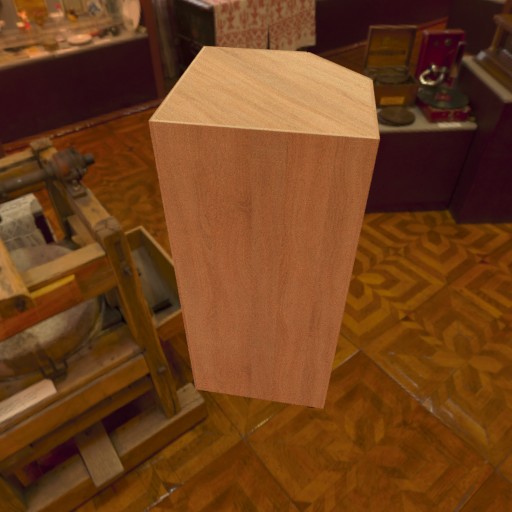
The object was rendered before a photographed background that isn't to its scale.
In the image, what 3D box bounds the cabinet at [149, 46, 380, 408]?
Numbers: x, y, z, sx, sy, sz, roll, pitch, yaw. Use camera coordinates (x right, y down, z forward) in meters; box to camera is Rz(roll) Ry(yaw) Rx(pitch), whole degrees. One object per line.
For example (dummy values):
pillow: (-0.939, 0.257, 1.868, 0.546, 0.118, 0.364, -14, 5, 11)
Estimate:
cabinet: (0.000, 0.000, 2.789, 1.094, 2.120, 1.327, -26, 49, -25)
